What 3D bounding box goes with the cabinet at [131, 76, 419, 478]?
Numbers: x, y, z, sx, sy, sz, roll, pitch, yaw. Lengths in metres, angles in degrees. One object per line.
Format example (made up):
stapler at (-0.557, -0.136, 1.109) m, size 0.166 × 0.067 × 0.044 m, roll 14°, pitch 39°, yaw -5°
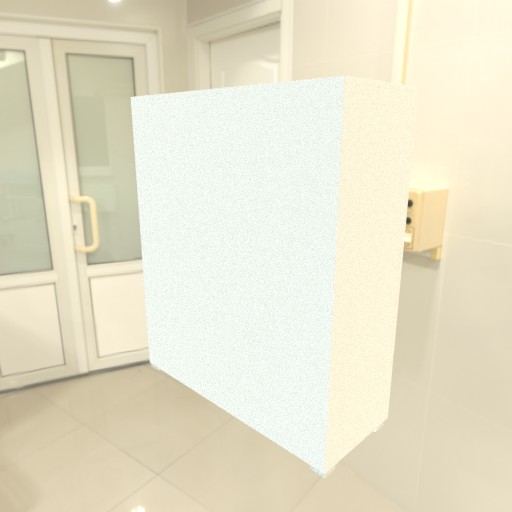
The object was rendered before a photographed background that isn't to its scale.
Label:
cabinet at (0.000, 0.000, 1.715) m, size 1.000 × 1.190 × 0.400 m, roll 15°, pitch 22°, yaw 42°
